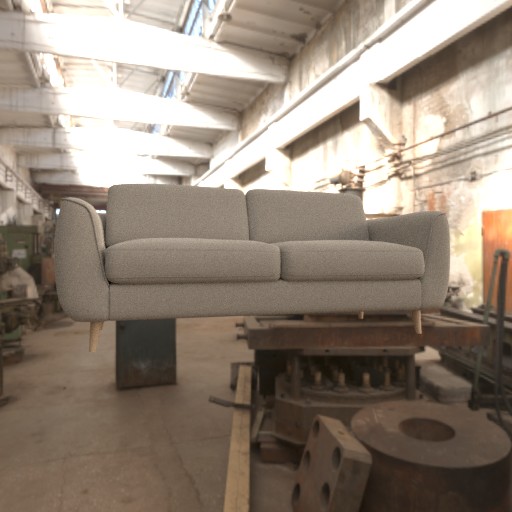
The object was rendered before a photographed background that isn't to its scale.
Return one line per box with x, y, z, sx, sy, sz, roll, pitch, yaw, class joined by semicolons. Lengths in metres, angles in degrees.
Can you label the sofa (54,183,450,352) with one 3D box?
0.000;0.000;2.502;2.000;0.850;0.920;0;0;-16;sofa
